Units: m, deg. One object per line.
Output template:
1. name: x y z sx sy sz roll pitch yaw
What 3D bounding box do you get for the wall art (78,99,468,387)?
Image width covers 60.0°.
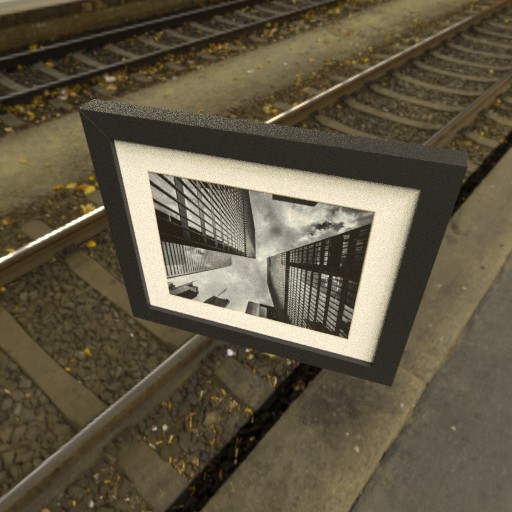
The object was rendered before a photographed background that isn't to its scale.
1. wall art: 0.000 0.000 0.528 0.381 0.321 0.028 12 42 14
